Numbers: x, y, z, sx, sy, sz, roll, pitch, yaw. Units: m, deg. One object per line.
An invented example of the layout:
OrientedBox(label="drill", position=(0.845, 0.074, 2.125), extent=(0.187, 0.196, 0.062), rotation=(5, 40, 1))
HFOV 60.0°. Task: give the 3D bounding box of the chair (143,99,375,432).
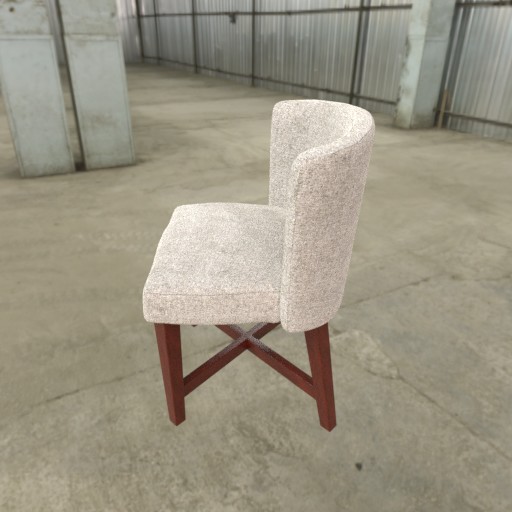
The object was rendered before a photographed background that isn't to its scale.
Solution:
OrientedBox(label="chair", position=(0.000, 0.000, 1.302), extent=(0.575, 0.827, 0.728), rotation=(-1, 27, -1))
